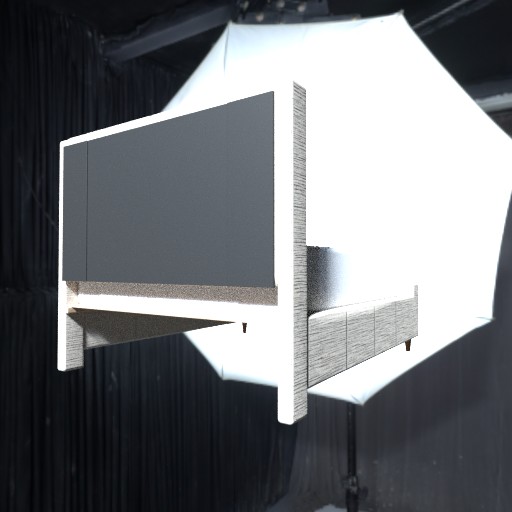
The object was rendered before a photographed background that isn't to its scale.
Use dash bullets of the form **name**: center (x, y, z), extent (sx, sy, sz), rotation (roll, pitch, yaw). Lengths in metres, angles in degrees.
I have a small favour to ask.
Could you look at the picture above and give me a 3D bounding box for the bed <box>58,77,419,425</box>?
- **bed**: center (0.000, 0.000, 3.729), extent (2.045, 1.743, 2.370), rotation (-1, -2, 35)
